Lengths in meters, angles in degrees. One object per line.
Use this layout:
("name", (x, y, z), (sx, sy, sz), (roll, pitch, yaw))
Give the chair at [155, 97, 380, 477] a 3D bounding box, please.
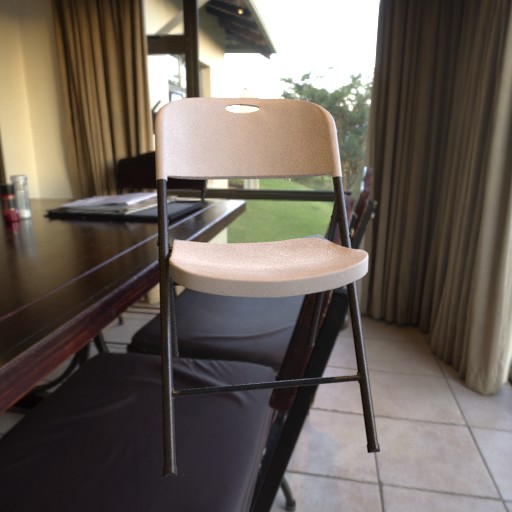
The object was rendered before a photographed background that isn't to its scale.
("chair", (0.000, 0.000, 1.141), (0.494, 0.810, 0.566), (-2, 16, -9))
